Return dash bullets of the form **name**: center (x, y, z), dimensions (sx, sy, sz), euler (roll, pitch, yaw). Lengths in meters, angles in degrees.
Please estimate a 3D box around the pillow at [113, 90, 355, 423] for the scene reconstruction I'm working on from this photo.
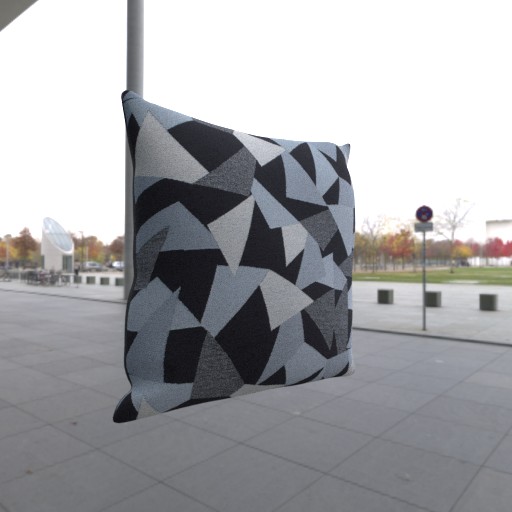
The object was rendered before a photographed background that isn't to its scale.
- **pillow**: center (0.000, 0.000, 0.789), dimensions (0.503, 0.496, 0.208), euler (1, -1, -35)
